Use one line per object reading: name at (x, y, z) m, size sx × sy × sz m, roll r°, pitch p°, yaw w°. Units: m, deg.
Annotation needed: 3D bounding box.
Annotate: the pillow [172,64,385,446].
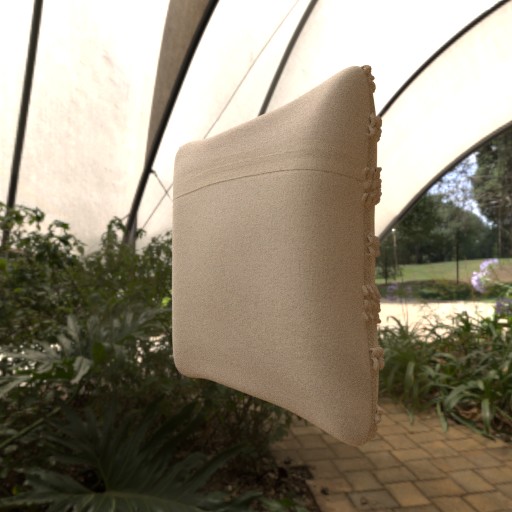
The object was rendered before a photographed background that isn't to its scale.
pillow at (0.000, 0.000, 0.655) m, size 0.145 × 0.427 × 0.437 m, roll 1°, pitch -2°, yaw -38°
